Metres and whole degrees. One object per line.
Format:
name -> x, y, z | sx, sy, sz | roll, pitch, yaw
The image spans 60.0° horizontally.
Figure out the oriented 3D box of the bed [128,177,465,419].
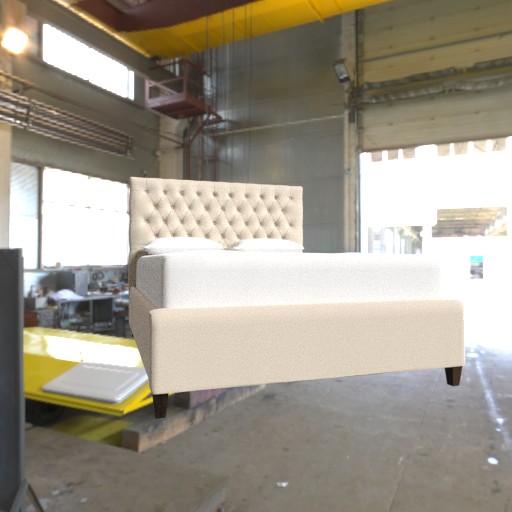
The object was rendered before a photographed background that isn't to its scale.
bed -> 0.000, 0.000, 3.199 | 1.696, 1.426, 2.233 | 0, -1, -18
